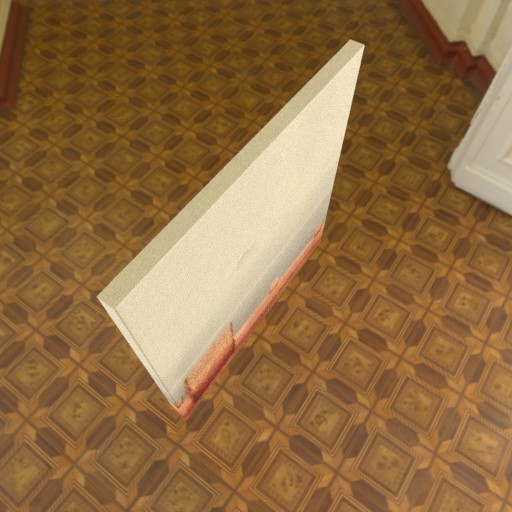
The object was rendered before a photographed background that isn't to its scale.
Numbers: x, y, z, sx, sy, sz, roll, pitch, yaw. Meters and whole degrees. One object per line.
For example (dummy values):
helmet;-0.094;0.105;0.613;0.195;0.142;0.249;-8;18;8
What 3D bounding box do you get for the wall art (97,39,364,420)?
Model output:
wall art;0.000;0.000;0.598;0.023;0.405;0.405;31;63;17
